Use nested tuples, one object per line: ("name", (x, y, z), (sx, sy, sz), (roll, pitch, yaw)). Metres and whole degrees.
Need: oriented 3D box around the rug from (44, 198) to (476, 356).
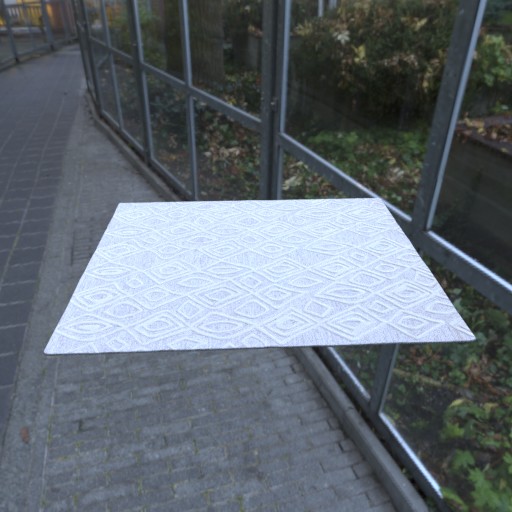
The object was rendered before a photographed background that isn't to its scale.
("rug", (0.000, 0.000, 4.130), (3.049, 0.025, 2.449), (-1, 32, -2))
